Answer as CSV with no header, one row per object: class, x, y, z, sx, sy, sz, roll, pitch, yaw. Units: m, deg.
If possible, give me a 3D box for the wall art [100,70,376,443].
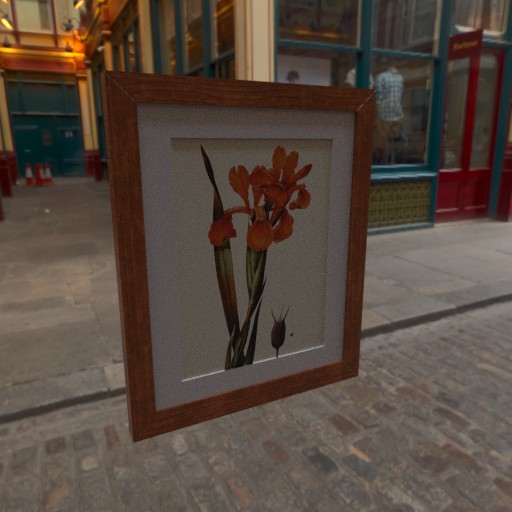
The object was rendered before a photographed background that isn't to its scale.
wall art,0.000,0.000,0.772,0.467,0.567,0.033,-7,16,-27
